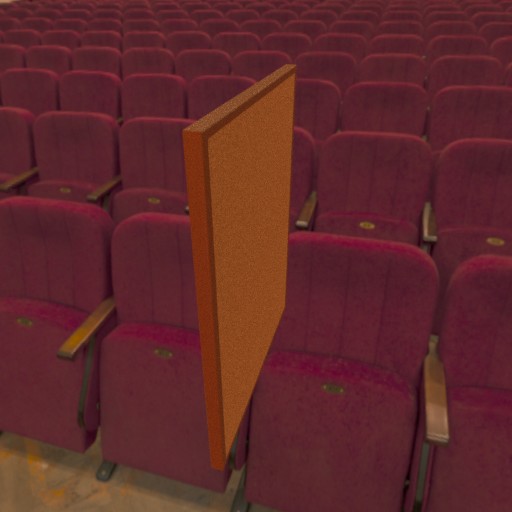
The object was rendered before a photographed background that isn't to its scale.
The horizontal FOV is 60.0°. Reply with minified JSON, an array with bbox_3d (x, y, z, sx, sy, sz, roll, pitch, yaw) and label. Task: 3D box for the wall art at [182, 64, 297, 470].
[{"bbox_3d":[0.000,0.000,0.524,0.015,0.379,0.310,9,32,14],"label":"wall art"}]
